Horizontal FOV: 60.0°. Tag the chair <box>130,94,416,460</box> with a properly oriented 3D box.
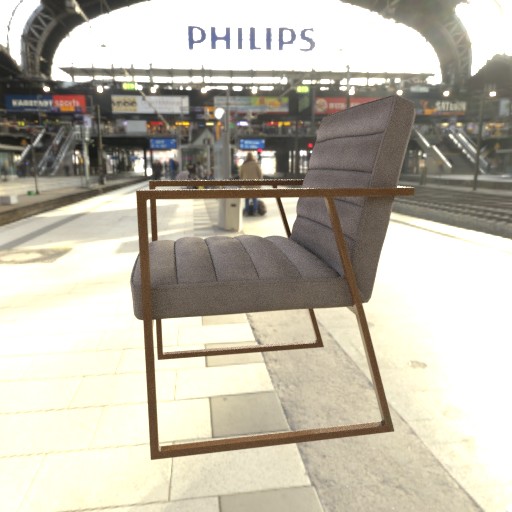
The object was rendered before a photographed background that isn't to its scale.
[{"bbox_3d":[0.000,0.000,1.291,0.682,0.843,0.578,-2,12,-10],"label":"chair"}]
